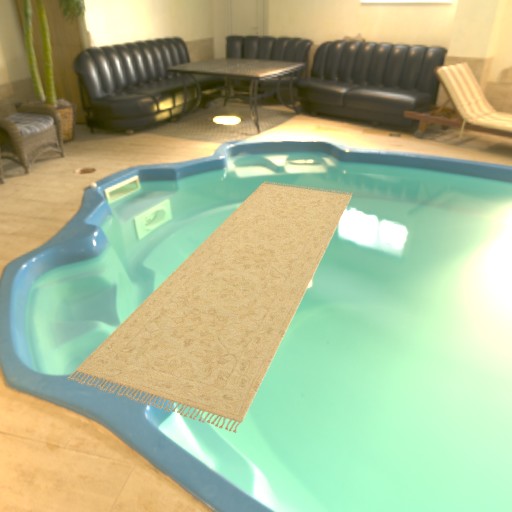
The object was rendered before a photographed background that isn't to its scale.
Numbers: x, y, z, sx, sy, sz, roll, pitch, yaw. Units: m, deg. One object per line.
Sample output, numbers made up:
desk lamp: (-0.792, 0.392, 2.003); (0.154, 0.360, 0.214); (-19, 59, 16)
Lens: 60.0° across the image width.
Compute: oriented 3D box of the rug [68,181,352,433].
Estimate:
rug: (0.000, 0.000, 2.824); (0.795, 0.015, 2.544); (11, 32, 18)
